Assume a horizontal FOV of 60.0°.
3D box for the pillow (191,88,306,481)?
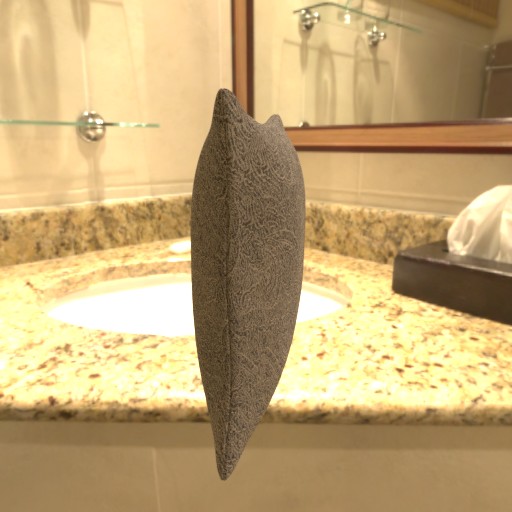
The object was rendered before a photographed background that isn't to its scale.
[{"bbox_3d":[0.000,0.000,0.792,0.166,0.510,0.523,2,15,9],"label":"pillow"}]
